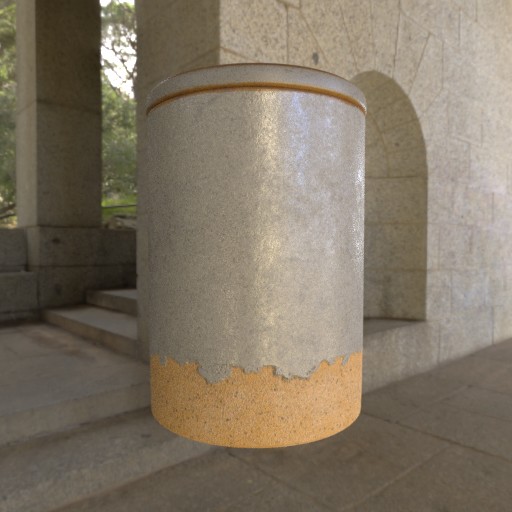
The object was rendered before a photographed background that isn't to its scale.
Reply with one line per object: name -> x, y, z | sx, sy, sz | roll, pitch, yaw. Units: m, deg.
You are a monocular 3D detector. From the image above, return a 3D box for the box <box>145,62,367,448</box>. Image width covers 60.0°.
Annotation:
box -> 0.000, 0.000, 0.246 | 0.118, 0.168, 0.118 | 0, 1, 0
